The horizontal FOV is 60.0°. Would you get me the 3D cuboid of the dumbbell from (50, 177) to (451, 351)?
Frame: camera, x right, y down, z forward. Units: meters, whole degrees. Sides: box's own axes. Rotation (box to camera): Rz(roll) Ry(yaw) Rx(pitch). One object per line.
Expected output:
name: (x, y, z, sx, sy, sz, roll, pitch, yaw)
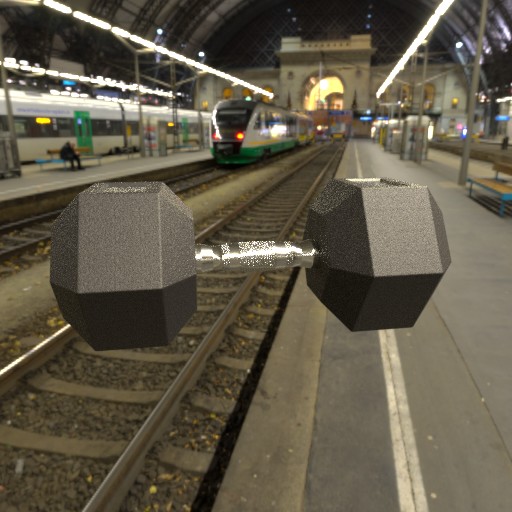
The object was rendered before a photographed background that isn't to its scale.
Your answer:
dumbbell: (0.000, 0.000, 0.331, 0.271, 0.106, 0.122, -3, 16, -9)
